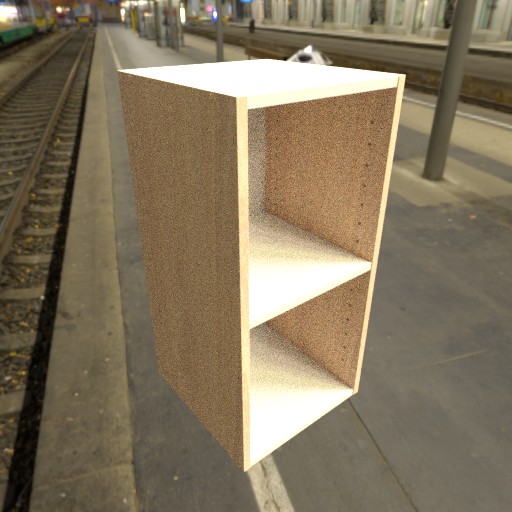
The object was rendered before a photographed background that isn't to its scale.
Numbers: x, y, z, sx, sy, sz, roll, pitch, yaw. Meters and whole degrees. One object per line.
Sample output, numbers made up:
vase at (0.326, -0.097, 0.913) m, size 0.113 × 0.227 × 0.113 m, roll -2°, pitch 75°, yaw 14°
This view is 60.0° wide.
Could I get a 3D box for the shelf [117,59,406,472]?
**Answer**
shelf at (0.000, 0.000, 0.772) m, size 0.290 × 0.594 × 0.297 m, roll -21°, pitch 35°, yaw -33°
